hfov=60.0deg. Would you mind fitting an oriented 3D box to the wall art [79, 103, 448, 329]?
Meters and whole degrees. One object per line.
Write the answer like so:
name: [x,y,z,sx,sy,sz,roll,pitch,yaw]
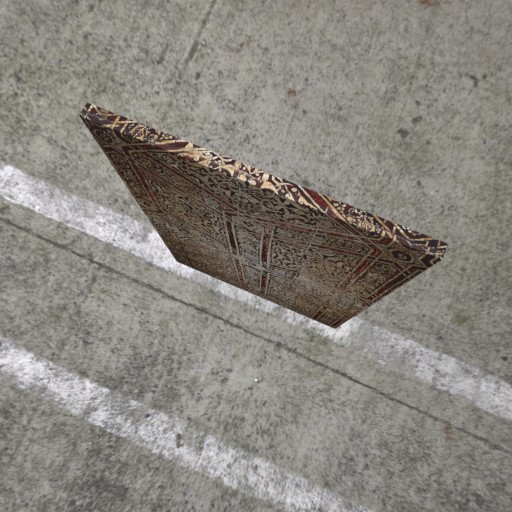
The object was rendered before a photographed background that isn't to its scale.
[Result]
wall art: [0.000,0.000,1.110,0.599,0.904,0.030,23,76,6]
